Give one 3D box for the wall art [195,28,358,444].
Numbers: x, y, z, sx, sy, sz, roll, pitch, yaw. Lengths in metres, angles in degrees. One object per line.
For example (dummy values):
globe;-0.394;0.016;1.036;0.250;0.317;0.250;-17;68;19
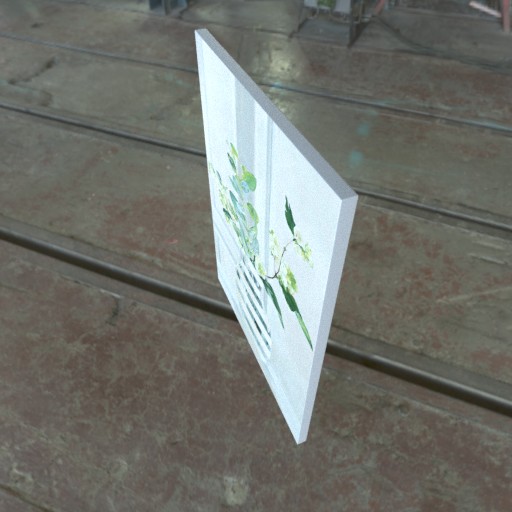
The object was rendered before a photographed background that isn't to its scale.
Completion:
wall art;0.000;0.000;1.562;0.038;1.212;0.914;-17;49;-15
